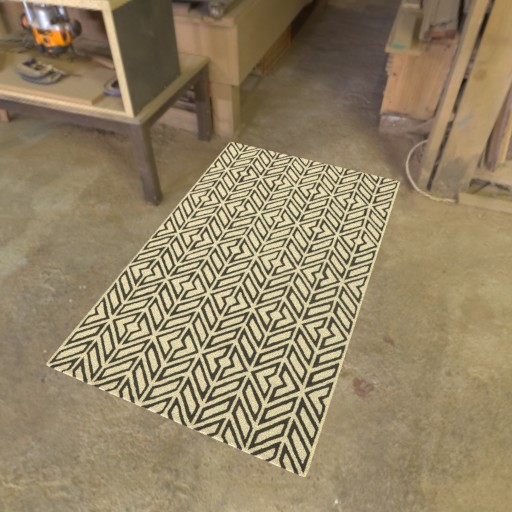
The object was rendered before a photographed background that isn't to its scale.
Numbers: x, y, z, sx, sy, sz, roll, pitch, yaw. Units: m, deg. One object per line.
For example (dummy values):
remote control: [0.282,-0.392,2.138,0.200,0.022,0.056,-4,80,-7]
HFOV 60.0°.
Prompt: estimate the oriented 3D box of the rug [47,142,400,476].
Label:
rug: [0.000,0.000,3.034,1.523,0.008,2.438,17,49,15]
